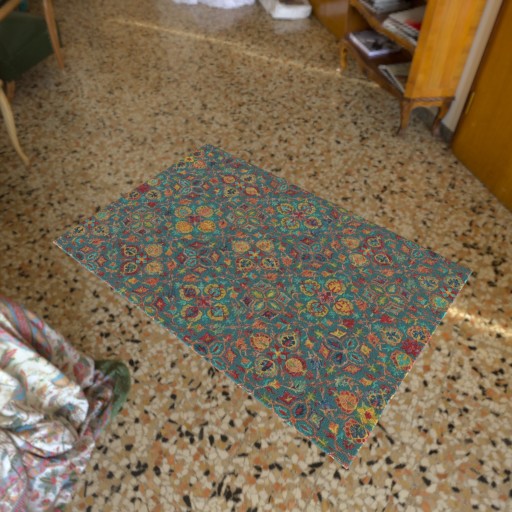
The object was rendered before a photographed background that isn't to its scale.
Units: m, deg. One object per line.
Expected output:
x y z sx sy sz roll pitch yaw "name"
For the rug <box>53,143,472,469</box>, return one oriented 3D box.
0.000 0.000 2.311 1.836 0.014 1.216 31 54 25 "rug"
